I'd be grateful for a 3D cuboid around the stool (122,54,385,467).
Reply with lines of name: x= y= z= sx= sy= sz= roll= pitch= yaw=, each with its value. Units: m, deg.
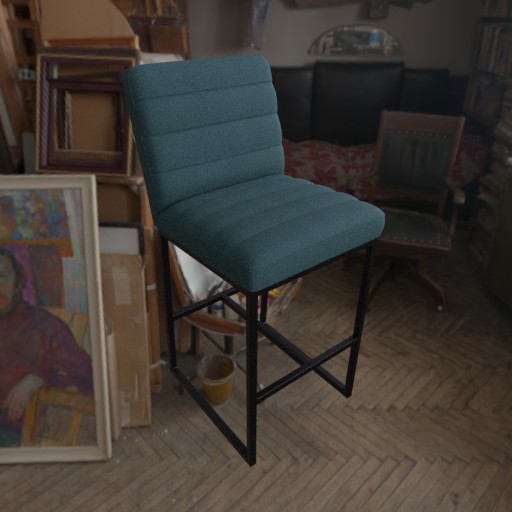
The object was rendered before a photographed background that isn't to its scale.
stool: x=0.000 y=0.000 z=1.320 sx=0.460 sy=1.040 sz=0.560 roll=-22 pitch=37 yaw=-32
